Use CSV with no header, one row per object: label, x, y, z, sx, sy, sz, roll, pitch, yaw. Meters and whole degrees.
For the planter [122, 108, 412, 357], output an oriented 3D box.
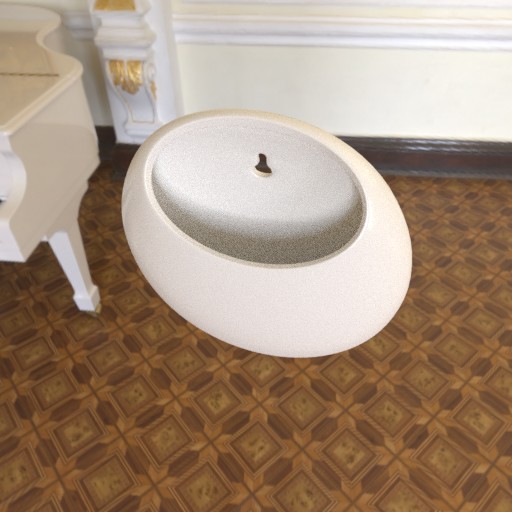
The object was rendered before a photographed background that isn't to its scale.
planter,0.000,0.000,0.278,0.185,0.188,0.043,12,42,13
